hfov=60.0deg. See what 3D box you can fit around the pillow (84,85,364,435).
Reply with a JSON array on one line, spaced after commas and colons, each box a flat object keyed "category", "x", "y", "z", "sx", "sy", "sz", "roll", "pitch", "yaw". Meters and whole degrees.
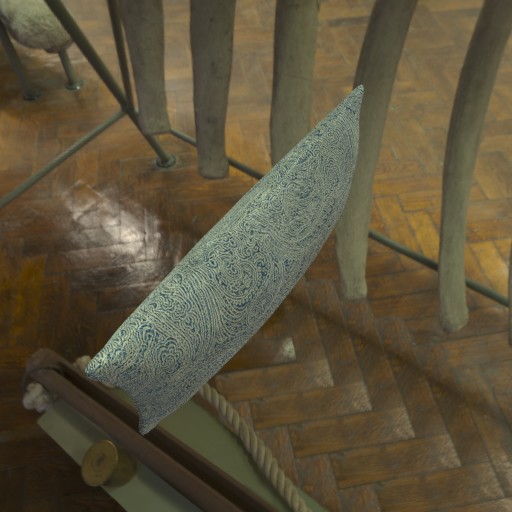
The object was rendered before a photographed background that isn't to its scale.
[{"category": "pillow", "x": 0.000, "y": 0.000, "z": 0.728, "sx": 0.151, "sy": 0.295, "sz": 0.615, "roll": 31, "pitch": 61, "yaw": 19}]
